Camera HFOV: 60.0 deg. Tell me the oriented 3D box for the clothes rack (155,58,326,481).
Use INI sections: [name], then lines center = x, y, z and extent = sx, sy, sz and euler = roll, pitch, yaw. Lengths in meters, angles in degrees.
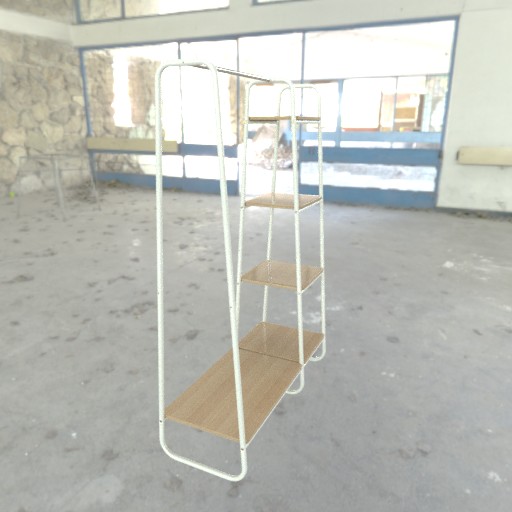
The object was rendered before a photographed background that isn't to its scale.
[clothes rack]
center = 0.000, 0.000, 1.972
extent = 0.400, 1.500, 1.011
euler = 8, 18, 24
